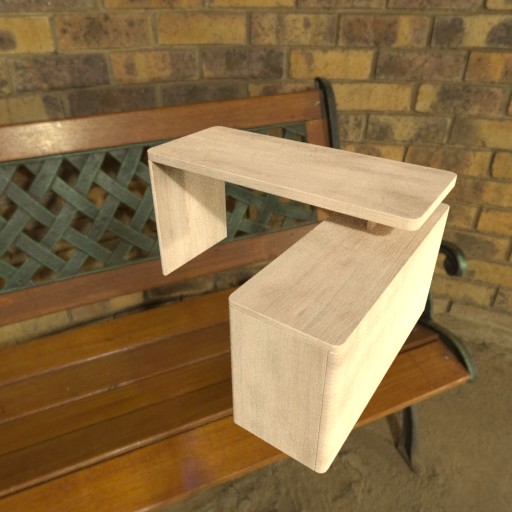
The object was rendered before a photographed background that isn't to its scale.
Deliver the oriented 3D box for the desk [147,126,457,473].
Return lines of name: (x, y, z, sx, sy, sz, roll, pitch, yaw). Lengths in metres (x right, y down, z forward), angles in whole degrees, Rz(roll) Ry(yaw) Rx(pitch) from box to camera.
desk: (0.000, 0.000, 2.114, 1.400, 0.770, 1.175, 20, 37, 29)
